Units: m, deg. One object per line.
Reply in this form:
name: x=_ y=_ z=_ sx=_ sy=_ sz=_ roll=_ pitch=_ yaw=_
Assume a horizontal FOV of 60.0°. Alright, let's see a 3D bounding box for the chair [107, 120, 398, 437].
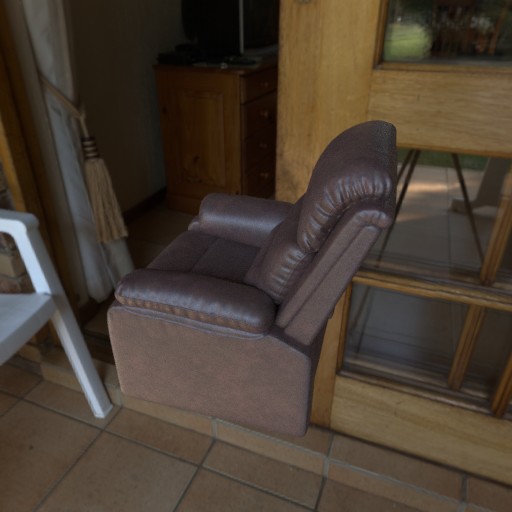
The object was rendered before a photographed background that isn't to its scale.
chair: x=0.000 y=0.000 z=1.673 sx=0.919 sy=0.992 sz=0.855 roll=8 pitch=31 yaw=14
